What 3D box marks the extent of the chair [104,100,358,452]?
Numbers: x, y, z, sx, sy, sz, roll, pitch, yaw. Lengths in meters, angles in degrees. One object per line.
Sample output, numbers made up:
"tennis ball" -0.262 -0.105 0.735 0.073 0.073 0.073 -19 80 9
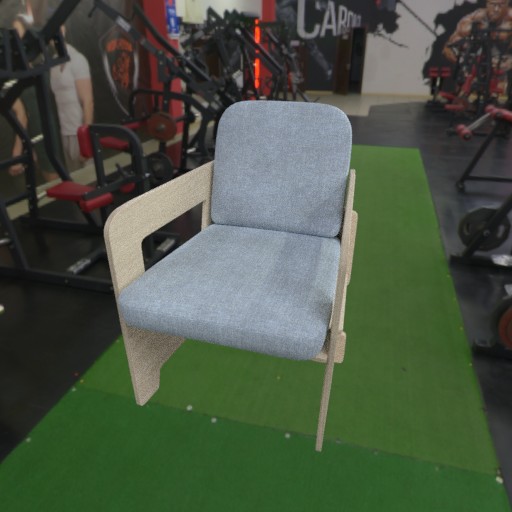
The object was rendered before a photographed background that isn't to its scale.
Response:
"chair" 0.000 0.000 1.308 0.590 0.800 0.710 8 27 16
